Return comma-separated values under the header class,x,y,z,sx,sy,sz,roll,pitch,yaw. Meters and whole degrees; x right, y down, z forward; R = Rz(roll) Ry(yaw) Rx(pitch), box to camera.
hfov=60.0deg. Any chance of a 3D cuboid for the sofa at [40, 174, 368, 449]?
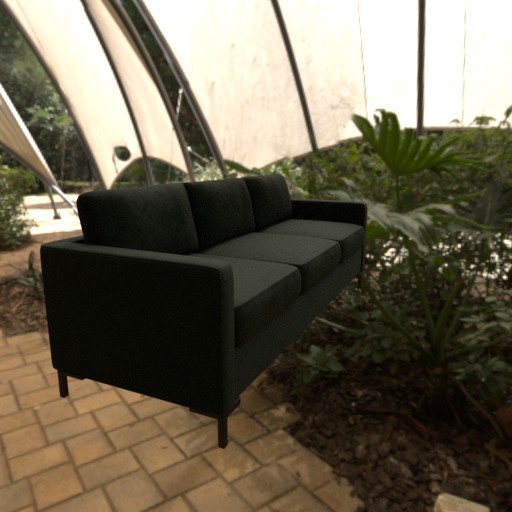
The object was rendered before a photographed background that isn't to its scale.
class,x,y,z,sx,sy,sz,roll,pitch,yaw
sofa,0.000,0.000,2.583,0.859,0.870,2.218,6,14,25
